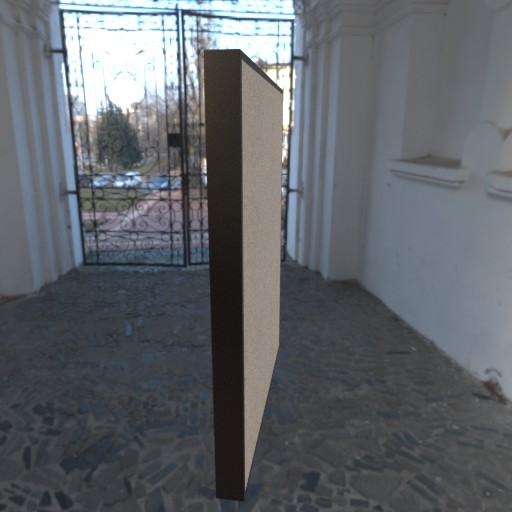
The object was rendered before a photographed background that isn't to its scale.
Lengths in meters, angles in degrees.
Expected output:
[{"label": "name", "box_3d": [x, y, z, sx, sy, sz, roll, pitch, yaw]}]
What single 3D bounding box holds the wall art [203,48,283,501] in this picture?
[{"label": "wall art", "box_3d": [0.000, 0.000, 0.729, 0.038, 0.551, 0.448, 2, 16, 9]}]
